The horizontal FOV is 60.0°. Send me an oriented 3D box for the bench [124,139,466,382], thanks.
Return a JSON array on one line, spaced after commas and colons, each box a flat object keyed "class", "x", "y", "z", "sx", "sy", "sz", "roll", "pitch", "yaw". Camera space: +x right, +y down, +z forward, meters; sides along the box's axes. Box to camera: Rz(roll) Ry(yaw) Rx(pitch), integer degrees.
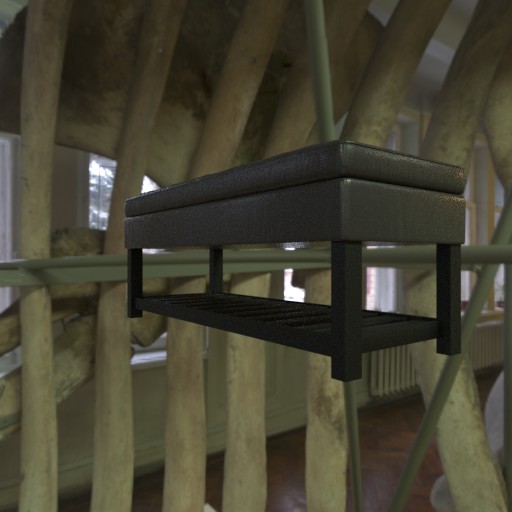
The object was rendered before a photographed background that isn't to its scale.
[{"class": "bench", "x": 0.000, "y": 0.000, "z": 1.357, "sx": 0.432, "sy": 0.460, "sz": 1.105, "roll": 0, "pitch": 0, "yaw": -37}]
